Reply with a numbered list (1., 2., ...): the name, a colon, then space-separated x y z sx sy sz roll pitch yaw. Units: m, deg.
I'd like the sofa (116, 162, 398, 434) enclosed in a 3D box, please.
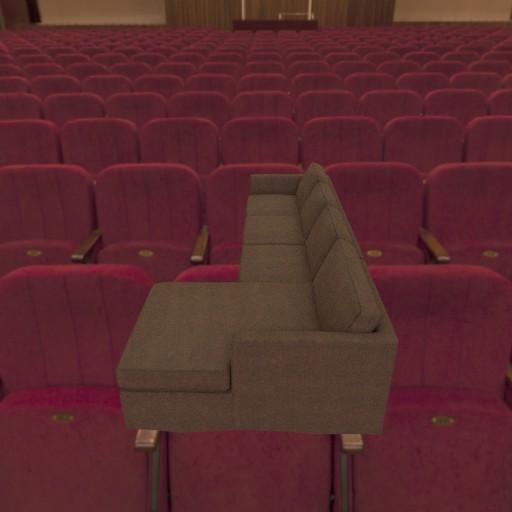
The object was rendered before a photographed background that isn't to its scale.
1. sofa: 0.000 0.000 3.958 1.650 0.922 3.205 1 27 1
